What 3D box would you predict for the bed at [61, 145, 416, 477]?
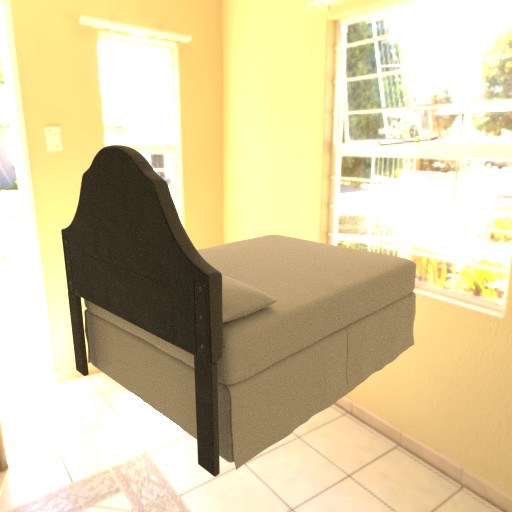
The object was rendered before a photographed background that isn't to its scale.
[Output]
[{"bbox_3d":[0.000,0.000,3.235,1.636,1.575,2.155,13,19,42],"label":"bed"}]
